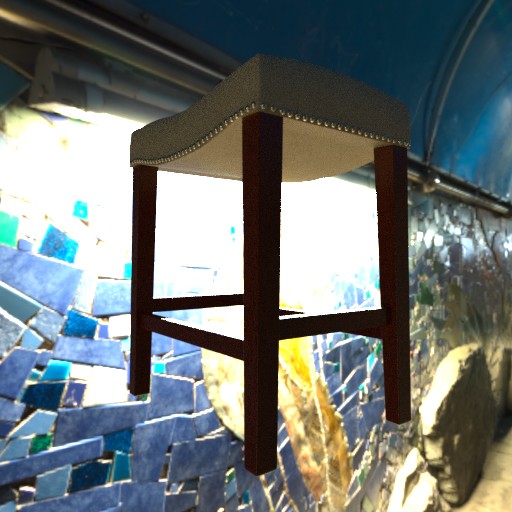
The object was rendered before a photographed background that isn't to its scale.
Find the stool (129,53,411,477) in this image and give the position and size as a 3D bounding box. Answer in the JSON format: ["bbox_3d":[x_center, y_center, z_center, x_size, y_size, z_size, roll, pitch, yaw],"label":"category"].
[{"bbox_3d":[0.000,0.000,0.936,0.375,0.632,0.509,0,-1,-37],"label":"stool"}]
